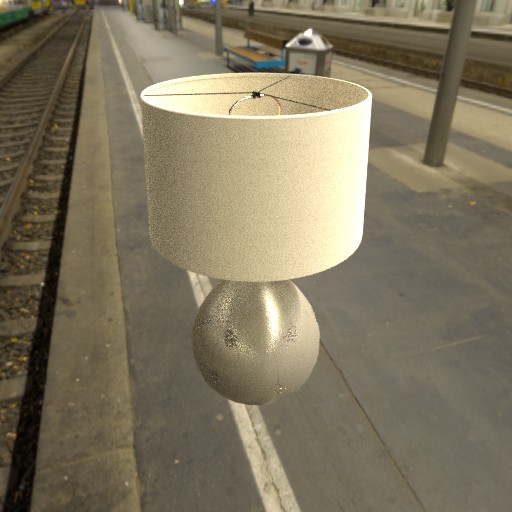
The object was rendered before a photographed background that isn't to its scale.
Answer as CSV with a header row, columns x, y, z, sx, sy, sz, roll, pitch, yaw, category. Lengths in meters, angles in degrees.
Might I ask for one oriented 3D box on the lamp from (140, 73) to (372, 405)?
x,y,z,sx,sy,sz,roll,pitch,yaw,category
0.000,0.000,0.733,0.330,0.521,0.330,0,31,0,lamp
